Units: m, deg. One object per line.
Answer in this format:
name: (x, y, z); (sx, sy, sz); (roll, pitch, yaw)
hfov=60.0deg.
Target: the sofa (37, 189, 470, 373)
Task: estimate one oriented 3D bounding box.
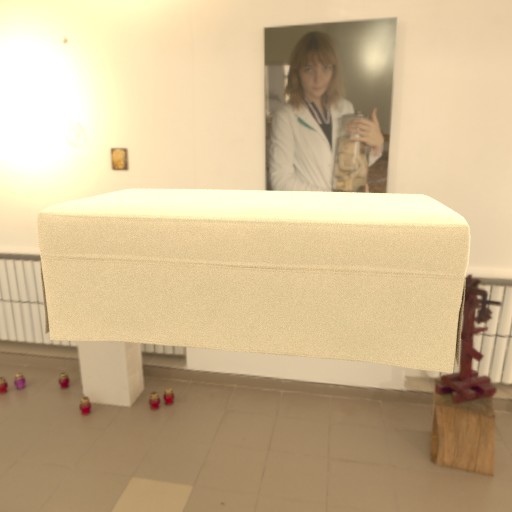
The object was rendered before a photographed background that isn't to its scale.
sofa: (0.000, 0.000, 2.077); (1.677, 0.552, 0.939); (3, 15, 10)
